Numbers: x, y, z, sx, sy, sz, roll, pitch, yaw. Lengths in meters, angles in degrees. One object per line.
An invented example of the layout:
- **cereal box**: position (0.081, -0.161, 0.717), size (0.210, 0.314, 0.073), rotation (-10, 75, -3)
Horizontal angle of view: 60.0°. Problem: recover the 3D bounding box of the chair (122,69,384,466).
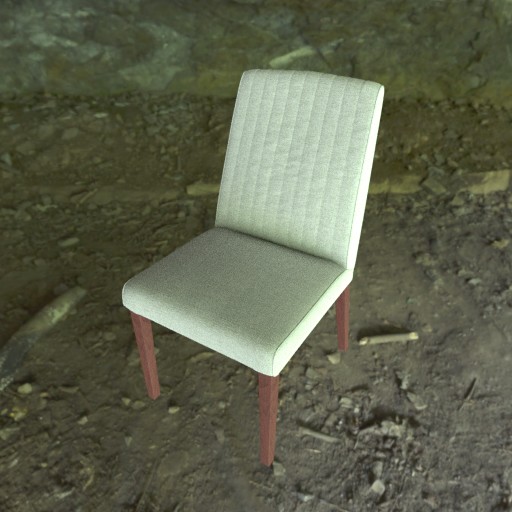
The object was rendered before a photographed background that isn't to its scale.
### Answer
- **chair**: position (0.000, 0.000, 1.251), size (0.480, 0.900, 0.594), rotation (19, 36, 27)
